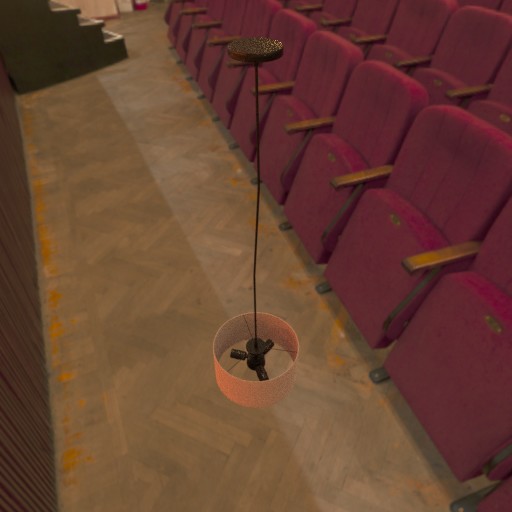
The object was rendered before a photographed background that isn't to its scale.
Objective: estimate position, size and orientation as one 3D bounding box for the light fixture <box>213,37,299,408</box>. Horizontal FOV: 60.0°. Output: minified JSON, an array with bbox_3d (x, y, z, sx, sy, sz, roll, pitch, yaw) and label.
[{"bbox_3d":[0.000,0.000,1.698,0.399,1.516,0.399,0,41,0],"label":"light fixture"}]
